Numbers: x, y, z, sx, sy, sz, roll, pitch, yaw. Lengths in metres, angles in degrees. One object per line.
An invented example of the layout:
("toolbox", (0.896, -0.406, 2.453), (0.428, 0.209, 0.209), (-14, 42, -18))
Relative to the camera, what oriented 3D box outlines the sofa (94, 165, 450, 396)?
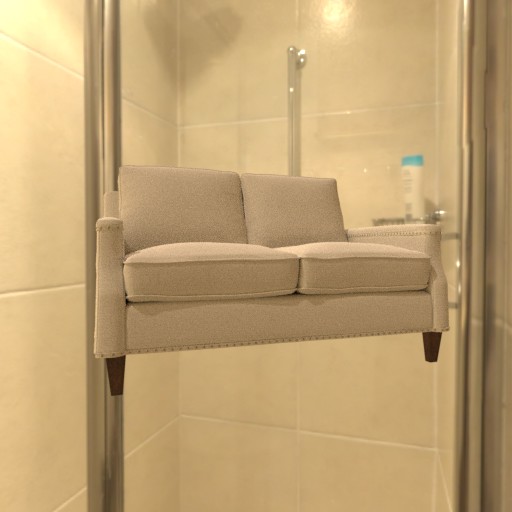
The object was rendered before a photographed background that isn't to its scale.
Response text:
("sofa", (0.000, 0.000, 2.323), (1.597, 1.003, 1.084), (0, 1, -19))
